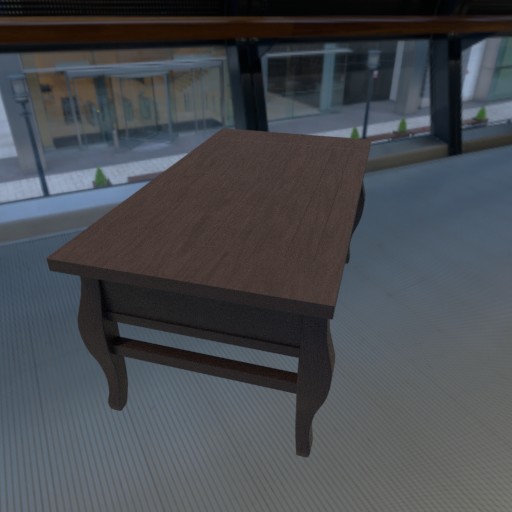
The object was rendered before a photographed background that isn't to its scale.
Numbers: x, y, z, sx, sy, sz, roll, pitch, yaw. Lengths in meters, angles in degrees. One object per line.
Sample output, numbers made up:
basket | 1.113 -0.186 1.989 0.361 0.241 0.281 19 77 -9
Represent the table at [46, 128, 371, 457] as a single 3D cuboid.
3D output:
table | 0.000 0.000 1.395 0.600 0.494 1.062 8 31 14
